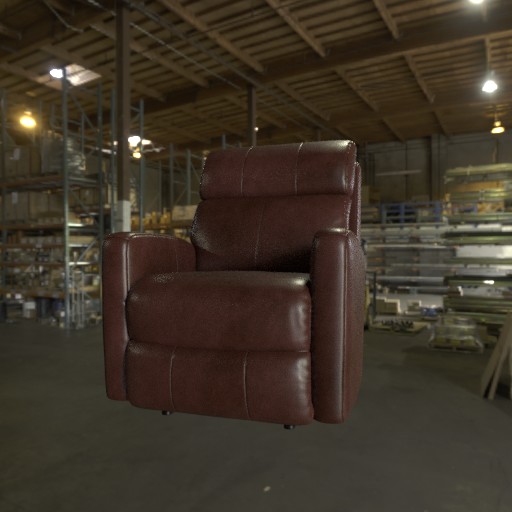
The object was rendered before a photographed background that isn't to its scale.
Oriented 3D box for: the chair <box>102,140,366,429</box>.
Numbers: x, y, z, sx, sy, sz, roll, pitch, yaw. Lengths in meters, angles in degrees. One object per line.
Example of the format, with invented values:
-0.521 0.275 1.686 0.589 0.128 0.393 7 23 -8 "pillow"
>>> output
0.000 0.000 1.678 0.787 1.016 0.939 0 0 17 "chair"
